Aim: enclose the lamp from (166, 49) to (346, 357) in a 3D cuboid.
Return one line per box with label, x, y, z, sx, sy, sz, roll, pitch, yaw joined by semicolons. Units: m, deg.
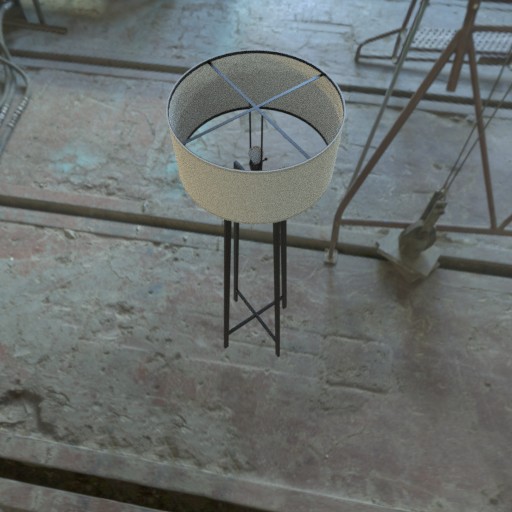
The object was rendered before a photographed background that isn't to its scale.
lamp;0.000;0.000;1.782;0.456;1.510;0.457;-32;64;-17
